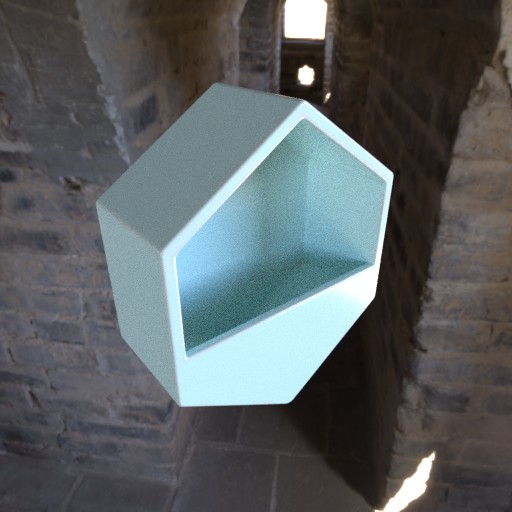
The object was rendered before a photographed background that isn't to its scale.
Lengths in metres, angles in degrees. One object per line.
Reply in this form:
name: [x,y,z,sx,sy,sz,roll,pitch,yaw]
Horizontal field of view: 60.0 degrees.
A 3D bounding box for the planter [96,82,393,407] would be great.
planter: [0.000,0.000,0.291,0.169,0.207,0.078,-22,36,-33]
